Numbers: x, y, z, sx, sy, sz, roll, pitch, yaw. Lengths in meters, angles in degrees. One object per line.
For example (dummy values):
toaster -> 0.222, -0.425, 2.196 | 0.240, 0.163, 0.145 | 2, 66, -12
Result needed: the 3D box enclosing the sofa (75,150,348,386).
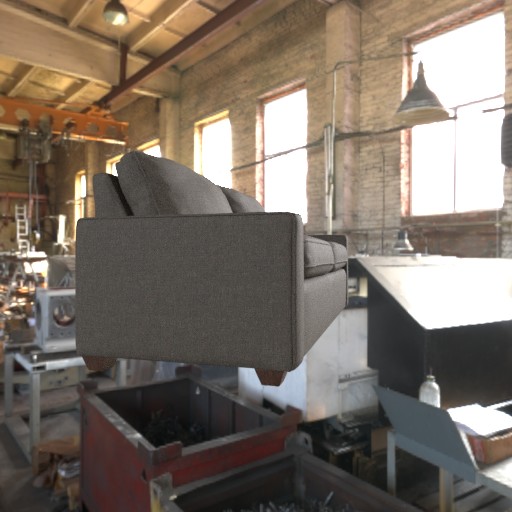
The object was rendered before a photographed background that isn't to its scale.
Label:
sofa -> 0.000, 0.000, 2.607 | 0.940, 0.919, 2.080 | 0, 0, 17
